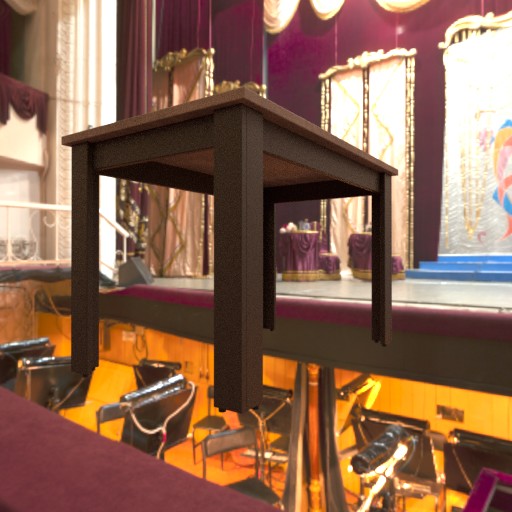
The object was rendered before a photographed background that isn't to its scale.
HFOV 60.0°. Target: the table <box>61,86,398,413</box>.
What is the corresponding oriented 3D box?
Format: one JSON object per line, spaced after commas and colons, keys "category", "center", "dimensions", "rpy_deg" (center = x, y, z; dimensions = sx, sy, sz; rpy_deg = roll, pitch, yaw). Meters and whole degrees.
{"category": "table", "center": [0.000, 0.000, 1.617], "dimensions": [0.700, 0.734, 1.100], "rpy_deg": [0, 0, 35]}
